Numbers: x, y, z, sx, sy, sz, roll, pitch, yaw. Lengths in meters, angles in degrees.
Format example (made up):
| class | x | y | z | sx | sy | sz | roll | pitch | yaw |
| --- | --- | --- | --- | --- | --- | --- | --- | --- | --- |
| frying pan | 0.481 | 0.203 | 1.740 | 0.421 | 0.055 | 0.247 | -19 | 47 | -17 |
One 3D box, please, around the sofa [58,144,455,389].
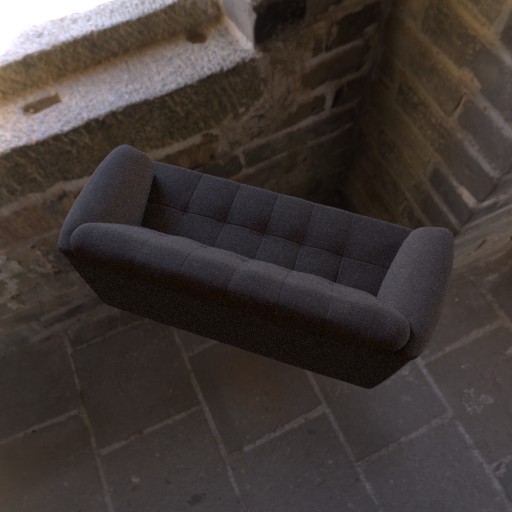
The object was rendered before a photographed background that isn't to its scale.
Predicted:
| class | x | y | z | sx | sy | sz | roll | pitch | yaw |
| --- | --- | --- | --- | --- | --- | --- | --- | --- | --- |
| sofa | 0.000 | 0.000 | 2.309 | 1.849 | 0.790 | 0.887 | 16 | 63 | 8 |
